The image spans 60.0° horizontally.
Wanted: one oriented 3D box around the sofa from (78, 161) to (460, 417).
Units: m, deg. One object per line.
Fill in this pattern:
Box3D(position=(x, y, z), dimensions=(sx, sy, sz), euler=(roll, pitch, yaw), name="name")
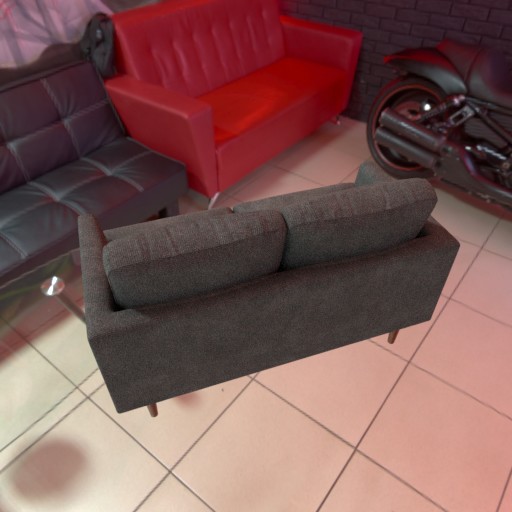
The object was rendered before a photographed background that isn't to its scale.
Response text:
Box3D(position=(0.000, 0.000, 2.156), dimensions=(1.582, 0.956, 0.903), euler=(-13, 44, -14), name="sofa")
